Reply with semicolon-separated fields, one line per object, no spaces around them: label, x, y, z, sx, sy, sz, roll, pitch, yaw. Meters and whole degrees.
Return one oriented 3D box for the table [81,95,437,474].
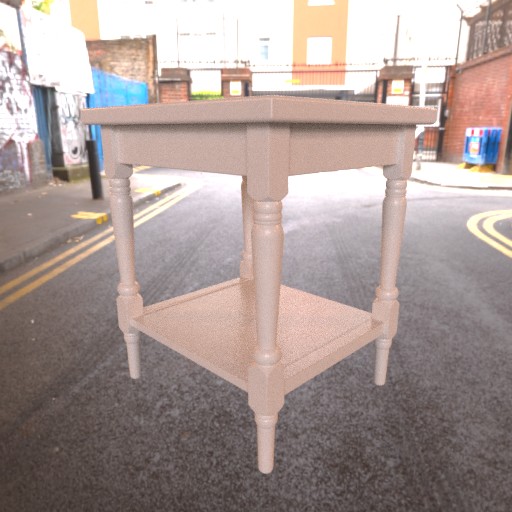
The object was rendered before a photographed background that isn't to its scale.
table;0.000;0.000;0.892;0.488;0.565;0.442;15;22;43
